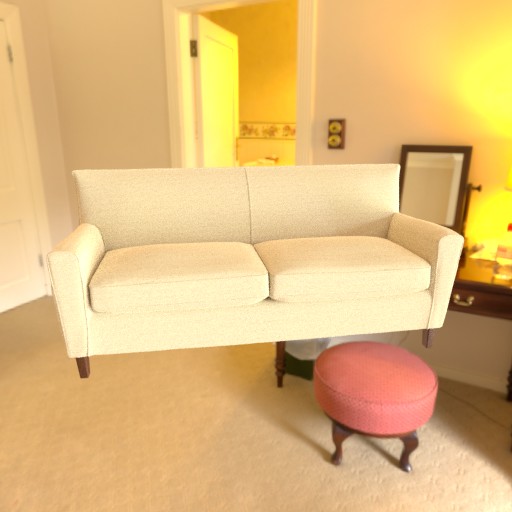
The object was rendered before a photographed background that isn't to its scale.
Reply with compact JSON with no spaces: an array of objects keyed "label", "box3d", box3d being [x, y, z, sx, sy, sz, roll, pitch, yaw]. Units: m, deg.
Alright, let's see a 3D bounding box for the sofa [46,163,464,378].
[{"label":"sofa","box3d":[0.000,0.000,2.457,2.001,0.907,0.841,-3,17,-9]}]
